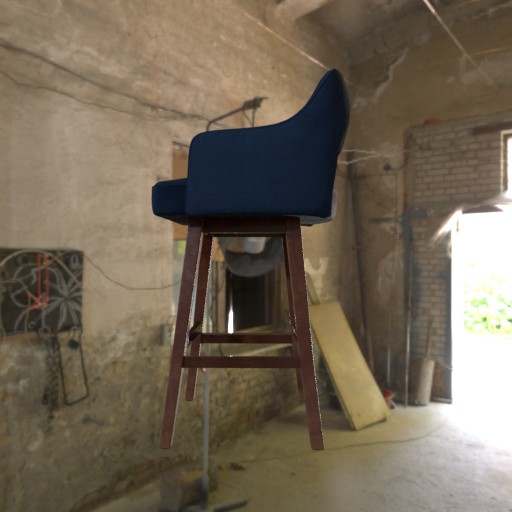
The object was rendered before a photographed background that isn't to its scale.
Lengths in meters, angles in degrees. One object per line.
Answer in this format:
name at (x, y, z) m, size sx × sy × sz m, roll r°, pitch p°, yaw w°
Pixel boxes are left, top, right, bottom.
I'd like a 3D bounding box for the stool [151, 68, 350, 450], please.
stool at (0.000, 0.000, 1.396) m, size 0.560 × 1.041 × 0.550 m, roll 0°, pitch 0°, yaw 1°
